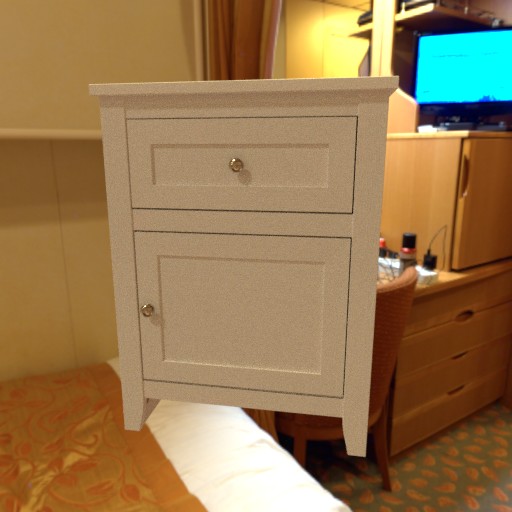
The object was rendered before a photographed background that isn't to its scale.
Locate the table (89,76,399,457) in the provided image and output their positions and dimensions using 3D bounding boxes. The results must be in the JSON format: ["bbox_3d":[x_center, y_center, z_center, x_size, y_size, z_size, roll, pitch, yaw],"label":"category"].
[{"bbox_3d":[0.000,0.000,0.925,0.480,0.635,0.381,2,14,10],"label":"table"}]
